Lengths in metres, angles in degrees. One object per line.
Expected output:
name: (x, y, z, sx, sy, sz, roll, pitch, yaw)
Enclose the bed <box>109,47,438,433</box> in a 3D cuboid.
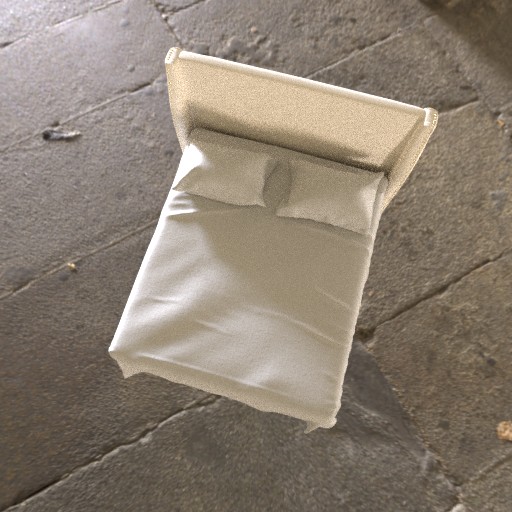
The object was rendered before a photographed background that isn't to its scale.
bed: (0.000, 0.000, 3.338, 1.925, 1.332, 2.276, 15, 73, 5)
